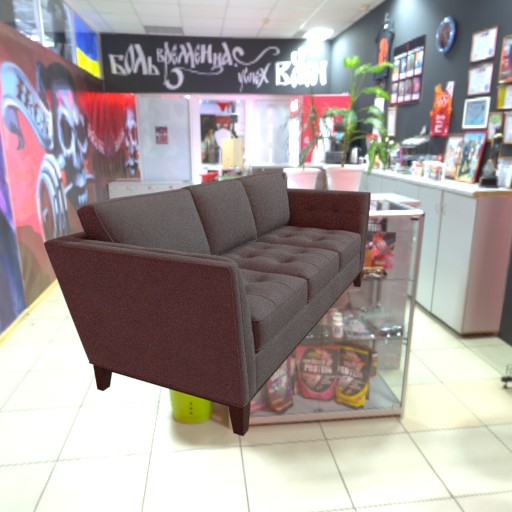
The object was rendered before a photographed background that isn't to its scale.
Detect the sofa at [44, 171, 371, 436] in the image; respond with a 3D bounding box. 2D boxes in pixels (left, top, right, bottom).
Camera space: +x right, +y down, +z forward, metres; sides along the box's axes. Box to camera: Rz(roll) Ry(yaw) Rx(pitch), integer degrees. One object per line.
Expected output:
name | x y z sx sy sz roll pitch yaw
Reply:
sofa | 0.000 0.000 2.887 0.965 0.940 2.387 7 17 25
